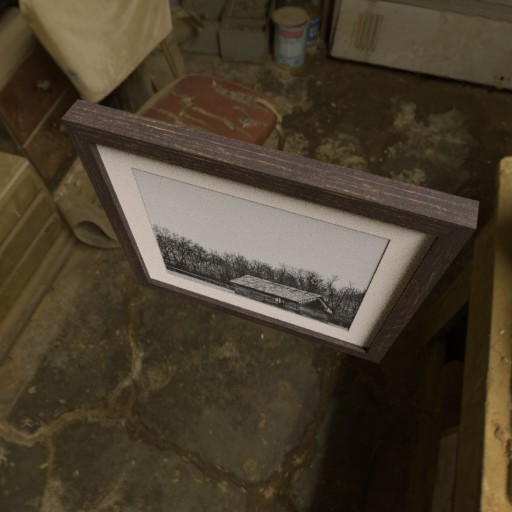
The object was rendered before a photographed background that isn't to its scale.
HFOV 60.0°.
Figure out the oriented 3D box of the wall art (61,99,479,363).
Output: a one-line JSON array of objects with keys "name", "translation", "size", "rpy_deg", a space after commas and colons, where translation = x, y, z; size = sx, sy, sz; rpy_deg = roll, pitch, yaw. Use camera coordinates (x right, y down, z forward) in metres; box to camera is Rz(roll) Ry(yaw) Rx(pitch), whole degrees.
[{"name": "wall art", "translation": [0.000, 0.000, 0.533], "size": [0.381, 0.330, 0.031], "rpy_deg": [17, 60, 10]}]
